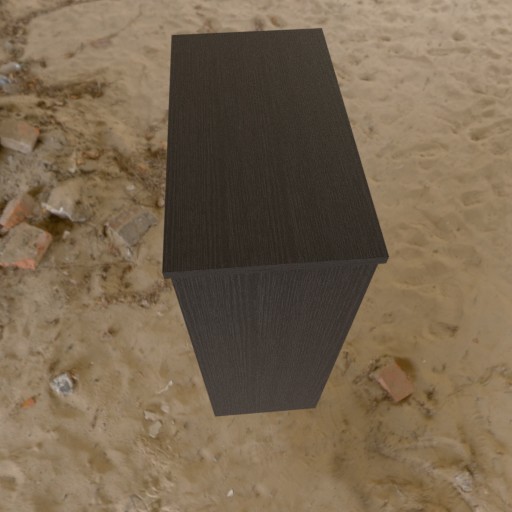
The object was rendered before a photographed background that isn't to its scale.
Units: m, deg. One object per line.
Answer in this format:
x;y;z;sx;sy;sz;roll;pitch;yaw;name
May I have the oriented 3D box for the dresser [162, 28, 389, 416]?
0.000;0.000;1.365;0.399;1.020;0.704;-4;57;-3;dresser
